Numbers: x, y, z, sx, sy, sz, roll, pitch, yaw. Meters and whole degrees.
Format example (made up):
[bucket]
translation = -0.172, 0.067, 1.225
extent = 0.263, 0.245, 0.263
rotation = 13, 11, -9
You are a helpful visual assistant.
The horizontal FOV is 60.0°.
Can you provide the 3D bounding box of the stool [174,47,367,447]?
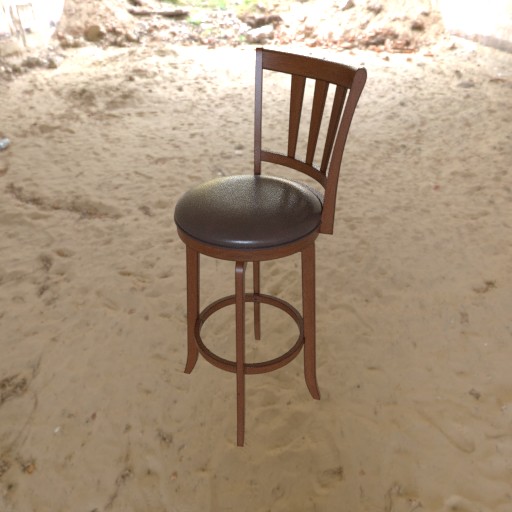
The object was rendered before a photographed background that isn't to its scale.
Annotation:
[stool]
translation = 0.000, 0.000, 1.448
extent = 0.503, 1.177, 0.464
rotation = -20, 37, -29
